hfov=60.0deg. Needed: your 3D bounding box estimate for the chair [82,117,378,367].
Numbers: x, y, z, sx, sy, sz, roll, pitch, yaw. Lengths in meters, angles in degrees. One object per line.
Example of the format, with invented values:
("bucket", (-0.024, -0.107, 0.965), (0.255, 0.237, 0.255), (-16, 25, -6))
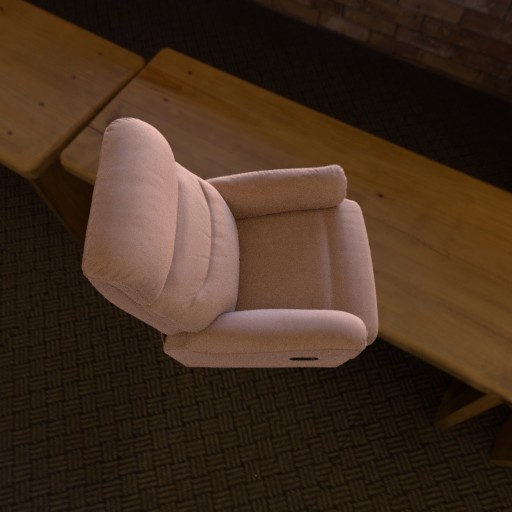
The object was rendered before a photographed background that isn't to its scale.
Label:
("chair", (0.000, 0.000, 1.799), (1.004, 1.037, 0.820), (-1, 64, 0))
